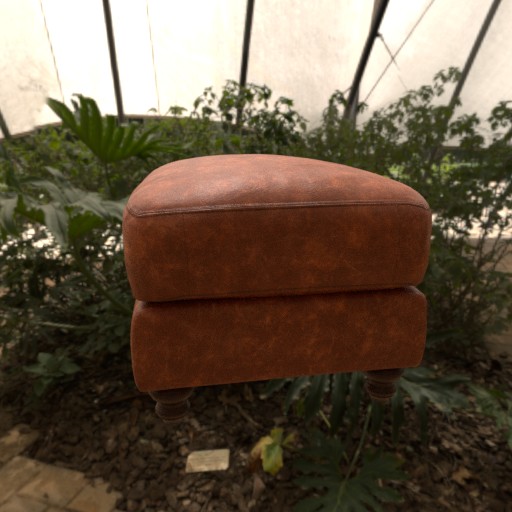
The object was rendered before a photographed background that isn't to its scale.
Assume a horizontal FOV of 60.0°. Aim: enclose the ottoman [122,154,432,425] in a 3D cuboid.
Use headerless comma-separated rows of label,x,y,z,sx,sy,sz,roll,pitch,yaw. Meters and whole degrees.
ottoman,0.000,0.000,1.259,0.657,0.562,0.832,-3,15,-10
